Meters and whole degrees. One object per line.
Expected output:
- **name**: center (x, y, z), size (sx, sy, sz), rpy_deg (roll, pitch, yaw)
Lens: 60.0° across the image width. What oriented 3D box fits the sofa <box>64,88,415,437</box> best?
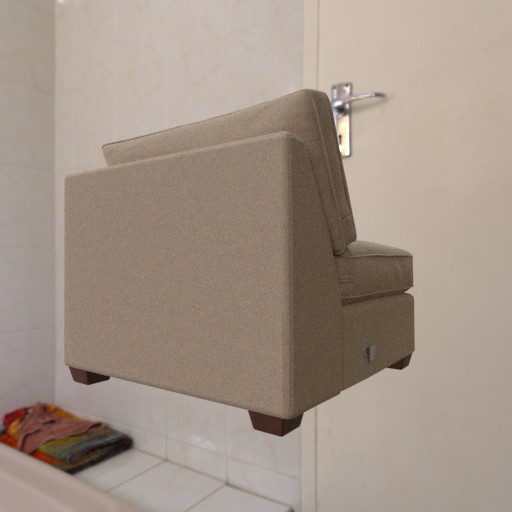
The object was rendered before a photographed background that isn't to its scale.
- **sofa**: center (0.000, 0.000, 1.907), size (1.084, 1.002, 1.146), rpy_deg (0, -1, 36)
